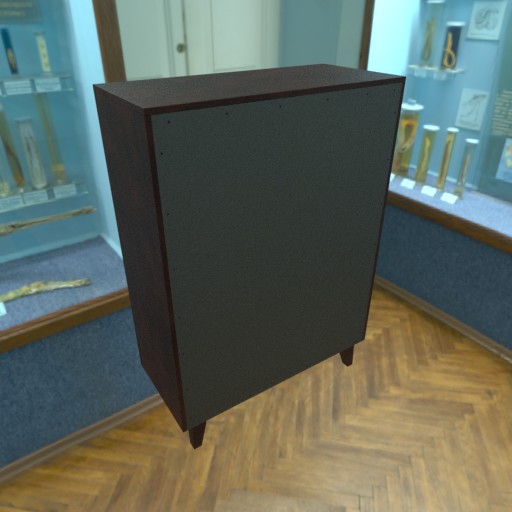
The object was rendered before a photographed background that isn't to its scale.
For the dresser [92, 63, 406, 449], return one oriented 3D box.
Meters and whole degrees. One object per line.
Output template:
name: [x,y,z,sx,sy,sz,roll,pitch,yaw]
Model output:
dresser: [0.000,0.000,2.028,1.072,1.514,0.506,-18,35,-29]
